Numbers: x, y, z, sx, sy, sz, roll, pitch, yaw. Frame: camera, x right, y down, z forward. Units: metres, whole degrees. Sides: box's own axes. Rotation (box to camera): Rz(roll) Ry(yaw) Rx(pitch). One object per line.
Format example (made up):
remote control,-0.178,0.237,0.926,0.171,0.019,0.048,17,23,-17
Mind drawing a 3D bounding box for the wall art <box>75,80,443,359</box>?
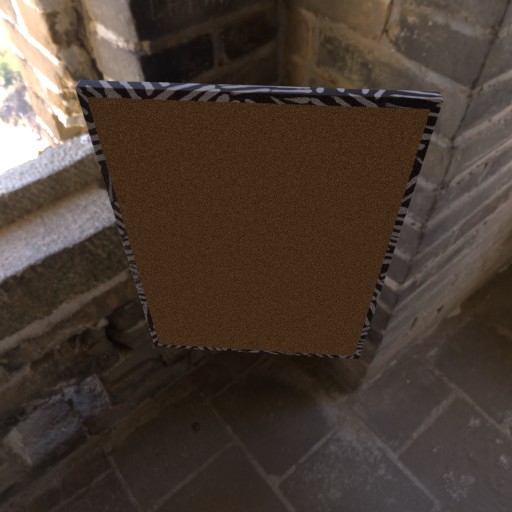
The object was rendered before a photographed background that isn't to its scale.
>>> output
wall art,0.000,0.000,1.296,0.765,1.017,0.038,3,47,3
